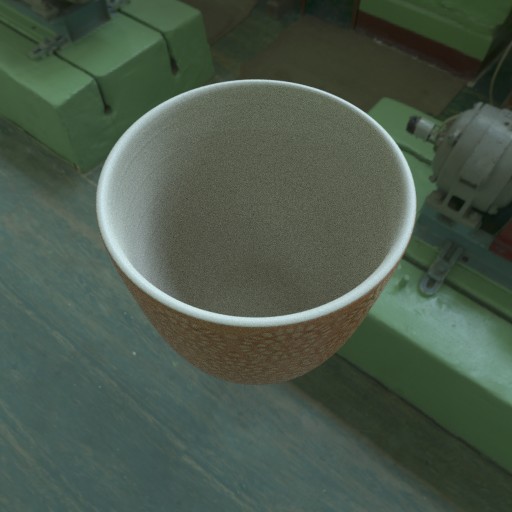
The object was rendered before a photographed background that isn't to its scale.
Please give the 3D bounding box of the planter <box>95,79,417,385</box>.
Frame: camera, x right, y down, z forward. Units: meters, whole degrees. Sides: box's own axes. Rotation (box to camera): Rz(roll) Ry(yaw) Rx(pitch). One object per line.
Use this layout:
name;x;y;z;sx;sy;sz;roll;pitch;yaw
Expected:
planter;0.000;0.000;0.370;0.208;0.190;0.208;0;58;0
